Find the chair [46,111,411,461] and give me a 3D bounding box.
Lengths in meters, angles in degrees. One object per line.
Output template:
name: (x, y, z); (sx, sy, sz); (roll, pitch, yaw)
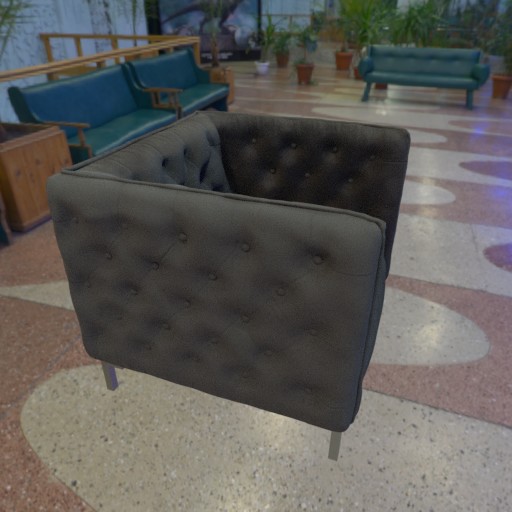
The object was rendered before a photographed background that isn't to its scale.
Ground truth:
chair: (0.000, 0.000, 1.587); (0.913, 0.807, 0.946); (11, 32, 18)
